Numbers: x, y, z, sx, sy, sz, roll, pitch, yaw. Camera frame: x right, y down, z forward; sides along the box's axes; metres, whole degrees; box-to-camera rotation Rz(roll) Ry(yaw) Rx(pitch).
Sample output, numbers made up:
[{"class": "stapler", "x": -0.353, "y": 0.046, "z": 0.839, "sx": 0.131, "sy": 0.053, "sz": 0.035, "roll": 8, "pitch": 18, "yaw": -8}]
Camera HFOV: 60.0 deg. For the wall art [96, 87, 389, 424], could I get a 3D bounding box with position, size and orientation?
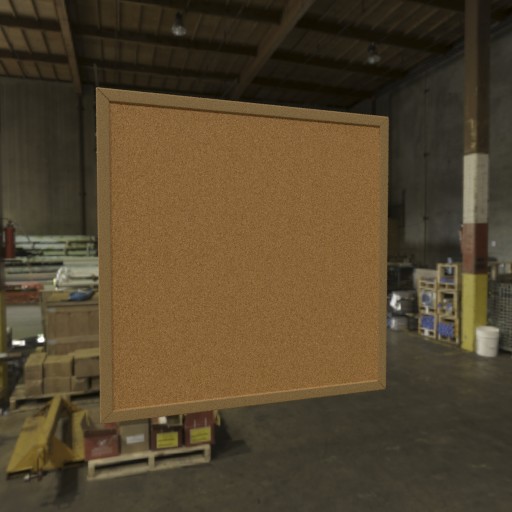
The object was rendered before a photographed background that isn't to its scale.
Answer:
[{"class": "wall art", "x": 0.000, "y": 0.000, "z": 1.137, "sx": 0.761, "sy": 0.761, "sz": 0.037, "roll": -1, "pitch": 2, "yaw": -18}]
